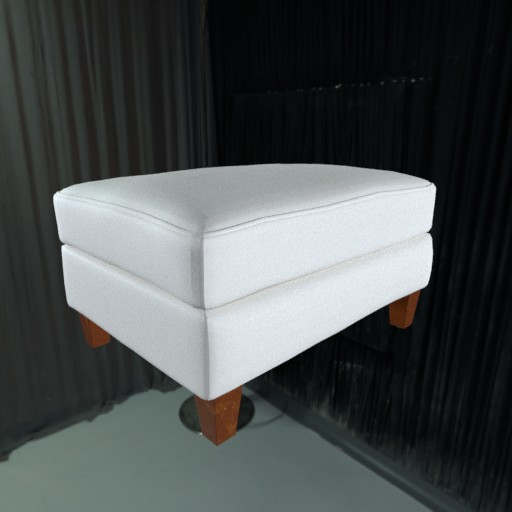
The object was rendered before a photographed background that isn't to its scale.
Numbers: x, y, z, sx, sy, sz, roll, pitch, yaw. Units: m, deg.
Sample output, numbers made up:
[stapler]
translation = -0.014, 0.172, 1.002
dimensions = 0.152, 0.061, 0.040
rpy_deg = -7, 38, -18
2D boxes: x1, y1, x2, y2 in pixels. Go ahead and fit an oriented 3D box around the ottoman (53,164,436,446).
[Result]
[ottoman]
translation = 0.000, 0.000, 1.188
dimensions = 0.818, 0.479, 0.634
rpy_deg = -16, 23, -42
